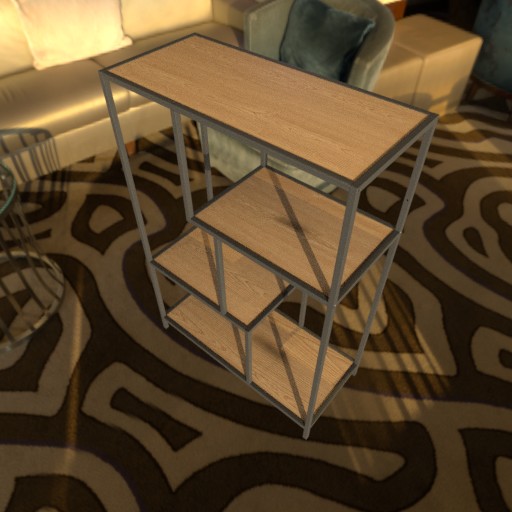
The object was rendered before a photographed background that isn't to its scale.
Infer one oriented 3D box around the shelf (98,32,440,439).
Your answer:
[{"bbox_3d":[0.000,0.000,1.471,0.770,1.138,0.350,31,54,27],"label":"shelf"}]
